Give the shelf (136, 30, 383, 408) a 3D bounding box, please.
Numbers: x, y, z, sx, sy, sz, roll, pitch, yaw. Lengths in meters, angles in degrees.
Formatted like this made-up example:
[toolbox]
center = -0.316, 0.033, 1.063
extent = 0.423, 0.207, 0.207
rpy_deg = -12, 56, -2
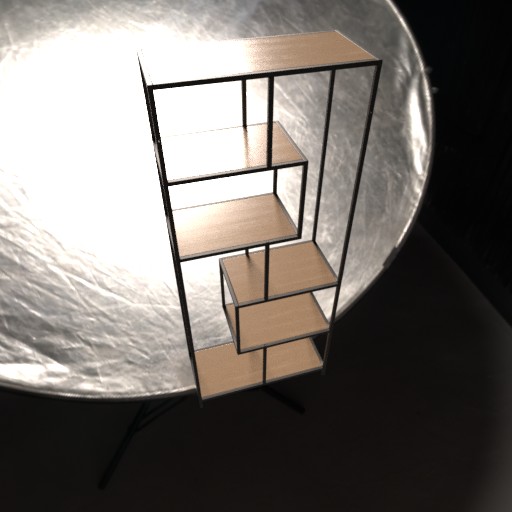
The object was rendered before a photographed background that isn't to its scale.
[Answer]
[shelf]
center = 0.000, 0.000, 2.123
extent = 0.770, 1.850, 0.350
rpy_deg = -11, 43, -12
